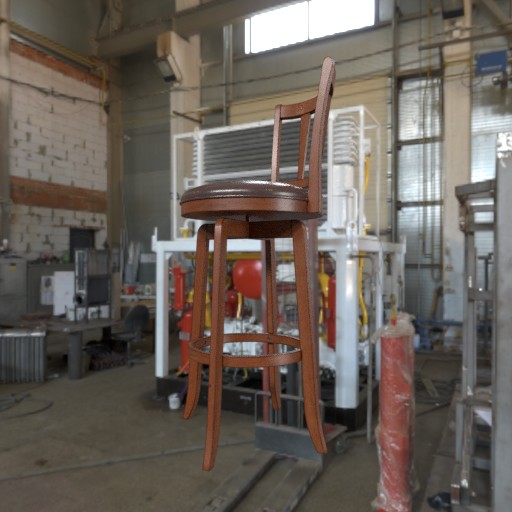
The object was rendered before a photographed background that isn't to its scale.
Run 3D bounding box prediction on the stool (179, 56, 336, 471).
[{"bbox_3d":[0.000,0.000,1.475,0.503,1.177,0.464,0,0,-17],"label":"stool"}]
